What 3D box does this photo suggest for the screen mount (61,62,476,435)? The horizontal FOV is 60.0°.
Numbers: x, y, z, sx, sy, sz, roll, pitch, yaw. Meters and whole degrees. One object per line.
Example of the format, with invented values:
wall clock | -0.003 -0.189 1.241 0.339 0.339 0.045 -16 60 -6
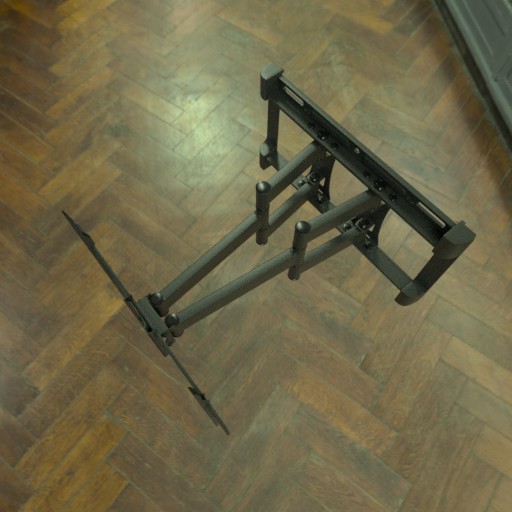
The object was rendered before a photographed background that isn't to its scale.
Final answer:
screen mount | 0.000 0.000 0.965 0.556 0.424 0.571 -36 69 -16
